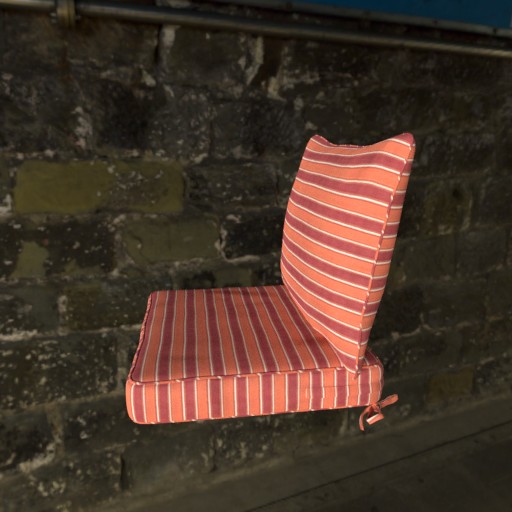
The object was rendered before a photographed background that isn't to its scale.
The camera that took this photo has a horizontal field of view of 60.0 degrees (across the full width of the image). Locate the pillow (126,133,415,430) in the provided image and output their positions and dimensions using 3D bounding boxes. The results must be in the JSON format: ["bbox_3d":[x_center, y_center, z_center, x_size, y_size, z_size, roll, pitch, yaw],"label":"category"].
[{"bbox_3d":[0.000,0.000,1.361,0.733,0.723,0.799,-2,15,-8],"label":"pillow"}]
